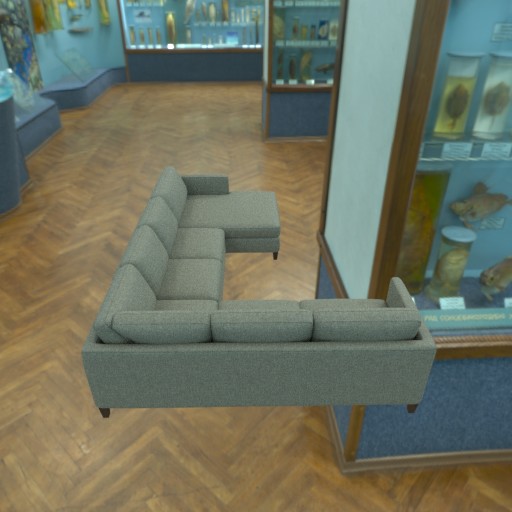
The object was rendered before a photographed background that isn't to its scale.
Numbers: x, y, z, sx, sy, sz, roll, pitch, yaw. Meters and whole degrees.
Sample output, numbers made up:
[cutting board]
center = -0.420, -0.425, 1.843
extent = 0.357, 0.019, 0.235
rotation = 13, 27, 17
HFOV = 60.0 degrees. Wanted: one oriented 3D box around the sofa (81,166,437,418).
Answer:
[sofa]
center = 0.000, 0.000, 4.655
extent = 2.551, 0.889, 3.403
rotation = -1, 31, -1
